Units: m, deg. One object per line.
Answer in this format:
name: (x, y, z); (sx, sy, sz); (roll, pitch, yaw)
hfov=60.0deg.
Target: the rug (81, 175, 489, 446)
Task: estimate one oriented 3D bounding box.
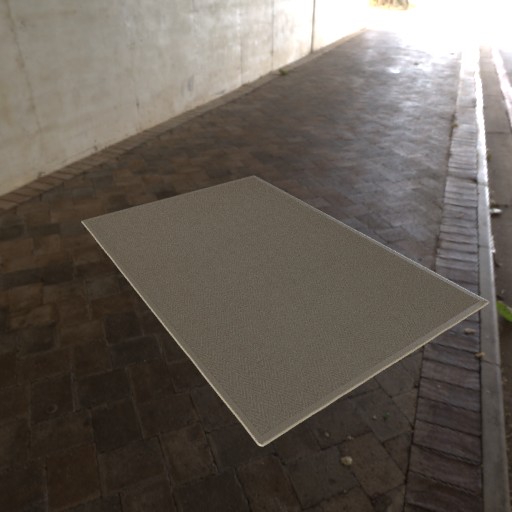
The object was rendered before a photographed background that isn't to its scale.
rug: (0.000, 0.000, 2.814); (1.532, 0.017, 2.244); (-20, 37, -29)
